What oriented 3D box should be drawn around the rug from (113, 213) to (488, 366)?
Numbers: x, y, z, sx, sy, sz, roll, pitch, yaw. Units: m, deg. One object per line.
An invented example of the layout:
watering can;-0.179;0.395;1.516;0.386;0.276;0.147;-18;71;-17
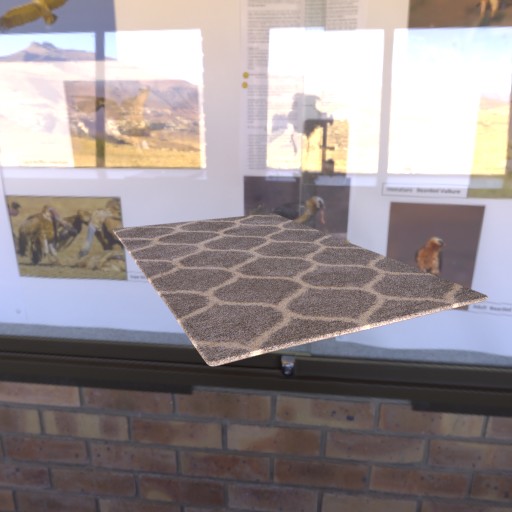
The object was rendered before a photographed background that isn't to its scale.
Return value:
rug;0.000;0.000;2.939;1.501;0.025;2.348;-8;19;-24
